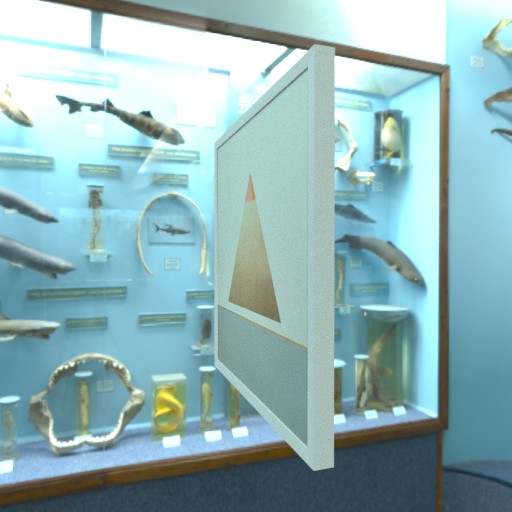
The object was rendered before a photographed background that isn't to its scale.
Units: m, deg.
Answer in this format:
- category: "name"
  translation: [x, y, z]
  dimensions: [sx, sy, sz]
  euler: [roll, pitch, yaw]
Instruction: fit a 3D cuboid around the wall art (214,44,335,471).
- category: "wall art"
  translation: [0.000, 0.000, 1.163]
  dimensions: [0.041, 0.765, 0.768]
  euler: [0, 1, -19]
